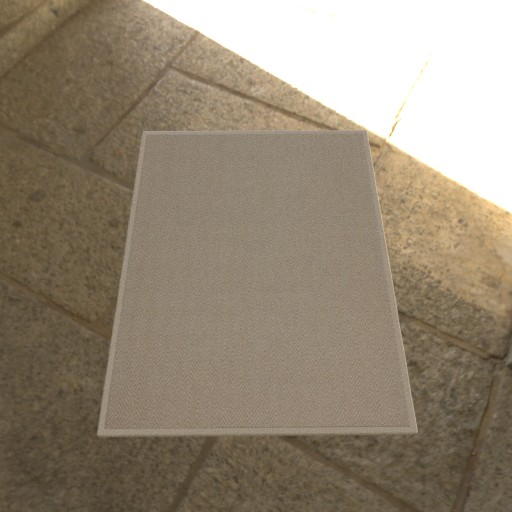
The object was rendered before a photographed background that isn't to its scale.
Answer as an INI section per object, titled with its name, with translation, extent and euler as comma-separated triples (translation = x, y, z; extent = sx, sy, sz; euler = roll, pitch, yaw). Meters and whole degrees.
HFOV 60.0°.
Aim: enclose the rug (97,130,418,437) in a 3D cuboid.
[rug]
translation = 0.000, 0.000, 4.034
extent = 2.407, 0.020, 3.051
euler = 0, 62, 0
